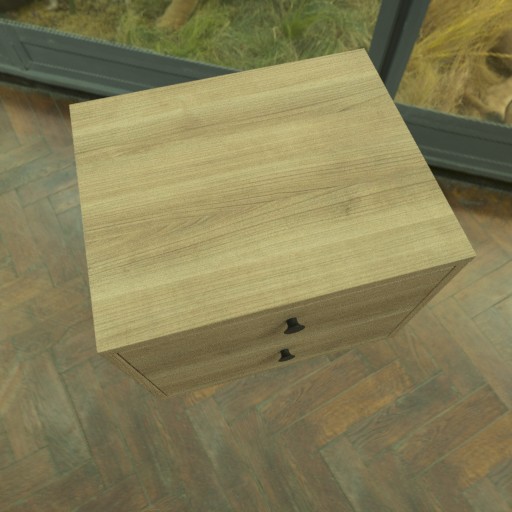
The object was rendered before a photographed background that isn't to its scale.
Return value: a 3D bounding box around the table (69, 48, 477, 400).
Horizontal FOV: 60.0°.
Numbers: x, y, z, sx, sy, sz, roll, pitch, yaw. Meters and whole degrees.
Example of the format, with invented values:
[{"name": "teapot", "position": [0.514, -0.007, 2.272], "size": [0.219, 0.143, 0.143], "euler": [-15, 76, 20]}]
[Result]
[{"name": "table", "position": [0.000, 0.000, 0.778], "size": [0.445, 0.460, 0.380], "euler": [-14, 65, -7]}]
